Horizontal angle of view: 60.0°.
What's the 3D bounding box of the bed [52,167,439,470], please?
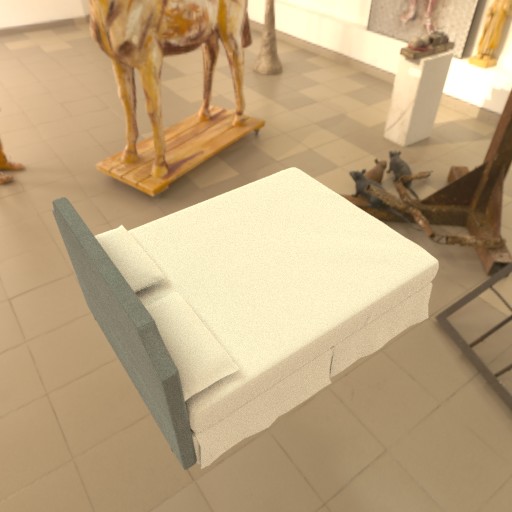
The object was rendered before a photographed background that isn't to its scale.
[{"bbox_3d":[0.000,0.000,3.597,2.464,1.306,1.977,-26,48,-26],"label":"bed"}]
